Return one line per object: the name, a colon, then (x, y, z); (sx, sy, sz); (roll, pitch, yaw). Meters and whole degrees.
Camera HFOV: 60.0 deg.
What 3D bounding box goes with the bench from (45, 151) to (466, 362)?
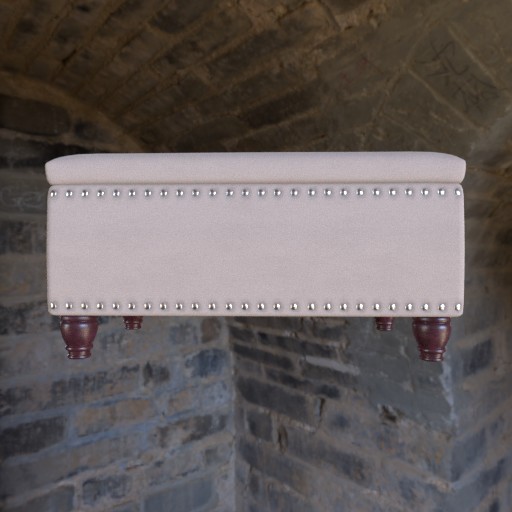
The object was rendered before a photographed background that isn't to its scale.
bench: (0.000, 0.000, 1.170); (0.887, 0.449, 0.500); (0, 0, 2)
